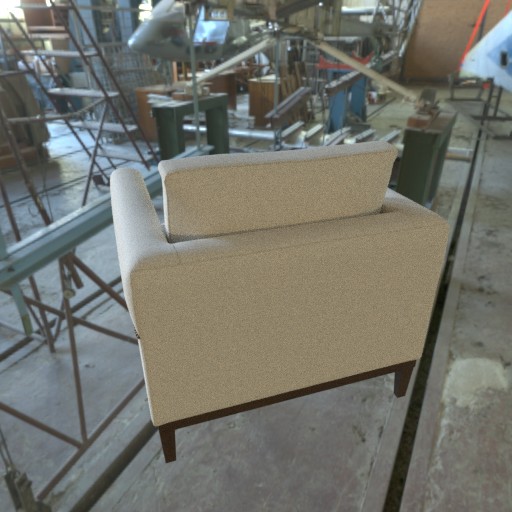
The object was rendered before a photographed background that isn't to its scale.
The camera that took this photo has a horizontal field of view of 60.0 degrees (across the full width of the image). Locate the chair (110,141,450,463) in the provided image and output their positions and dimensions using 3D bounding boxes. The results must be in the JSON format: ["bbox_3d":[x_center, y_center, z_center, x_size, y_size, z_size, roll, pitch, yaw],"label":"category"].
[{"bbox_3d":[0.000,0.000,1.677,0.982,0.915,0.896,-9,29,-17],"label":"chair"}]
